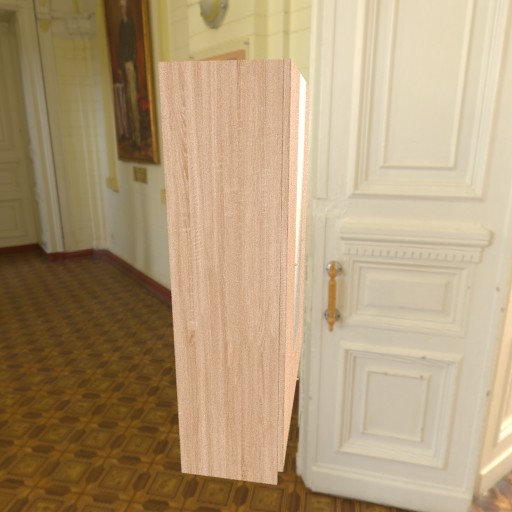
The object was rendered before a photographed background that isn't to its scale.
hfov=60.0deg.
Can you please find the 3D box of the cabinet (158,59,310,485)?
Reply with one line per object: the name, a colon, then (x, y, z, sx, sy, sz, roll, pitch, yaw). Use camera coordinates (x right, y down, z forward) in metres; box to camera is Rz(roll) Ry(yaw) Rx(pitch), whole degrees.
cabinet: (0.000, 0.000, 2.840, 0.590, 2.120, 1.500, 3, 17, 9)
